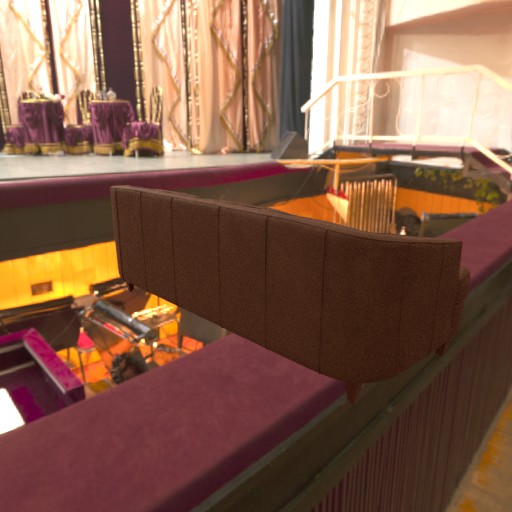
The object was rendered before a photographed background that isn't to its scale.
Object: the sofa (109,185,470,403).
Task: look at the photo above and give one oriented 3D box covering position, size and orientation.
[{"bbox_3d":[0.000,0.000,2.684,0.927,0.787,2.227,-15,22,-42],"label":"sofa"}]
